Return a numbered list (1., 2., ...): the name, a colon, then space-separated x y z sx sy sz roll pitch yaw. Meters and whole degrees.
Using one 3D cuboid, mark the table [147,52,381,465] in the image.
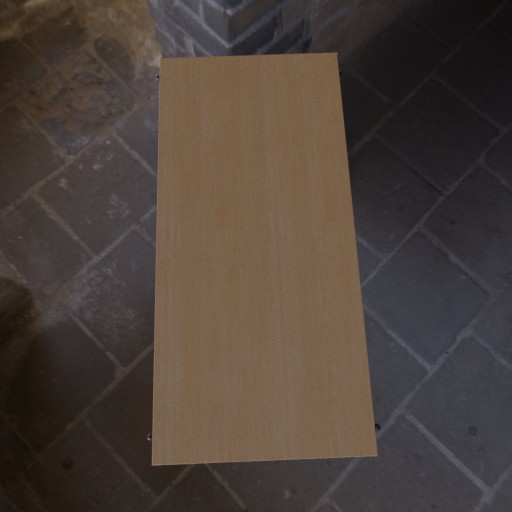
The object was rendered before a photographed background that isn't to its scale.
1. table: 0.000 0.000 2.269 0.900 0.758 1.800 -2 75 -1
